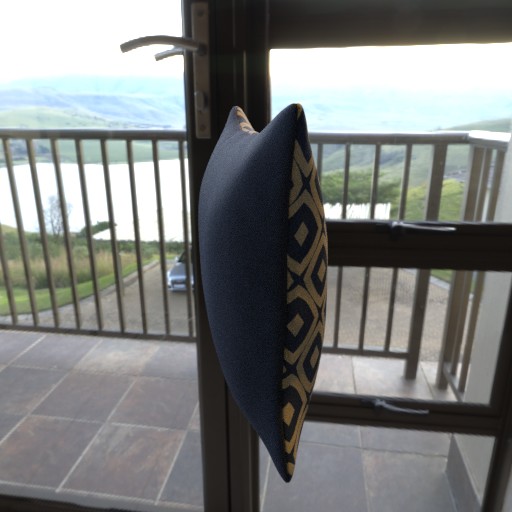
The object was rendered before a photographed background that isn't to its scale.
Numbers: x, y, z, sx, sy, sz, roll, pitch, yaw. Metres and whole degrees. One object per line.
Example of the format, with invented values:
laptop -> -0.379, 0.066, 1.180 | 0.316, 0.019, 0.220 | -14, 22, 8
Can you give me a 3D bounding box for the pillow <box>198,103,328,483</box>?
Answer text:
pillow -> 0.000, 0.000, 0.763 | 0.188, 0.494, 0.504 | -3, 18, -9
